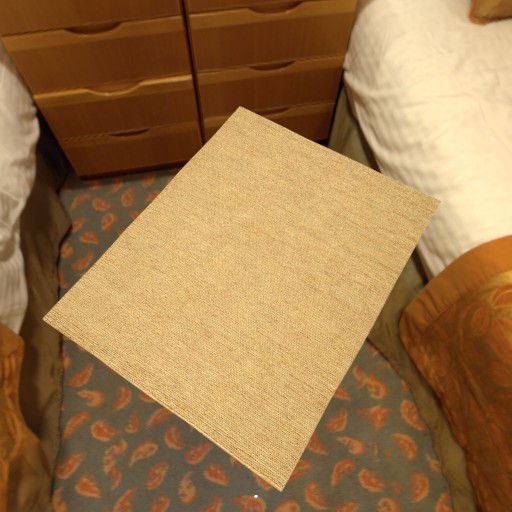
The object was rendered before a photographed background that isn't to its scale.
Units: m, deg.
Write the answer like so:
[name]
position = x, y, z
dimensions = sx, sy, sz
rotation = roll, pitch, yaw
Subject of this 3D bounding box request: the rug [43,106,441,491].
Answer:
[rug]
position = 0.000, 0.000, 4.099
dimensions = 2.406, 0.012, 3.034
rotation = 30, 66, 15
